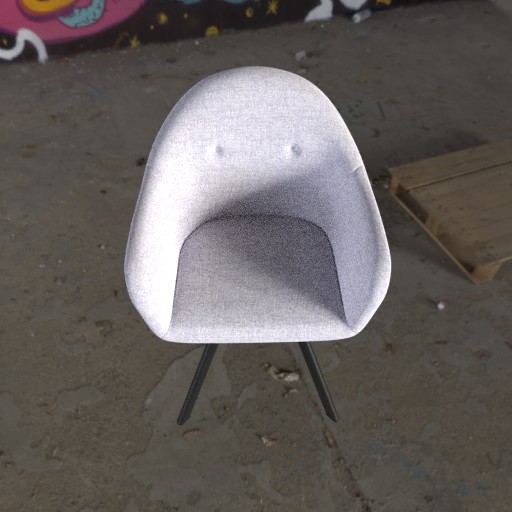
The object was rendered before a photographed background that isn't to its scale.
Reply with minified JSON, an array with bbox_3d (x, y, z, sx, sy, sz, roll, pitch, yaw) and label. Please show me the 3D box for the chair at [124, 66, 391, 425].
[{"bbox_3d":[0.000,0.000,1.170,0.540,0.780,0.570,-1,46,-1],"label":"chair"}]
